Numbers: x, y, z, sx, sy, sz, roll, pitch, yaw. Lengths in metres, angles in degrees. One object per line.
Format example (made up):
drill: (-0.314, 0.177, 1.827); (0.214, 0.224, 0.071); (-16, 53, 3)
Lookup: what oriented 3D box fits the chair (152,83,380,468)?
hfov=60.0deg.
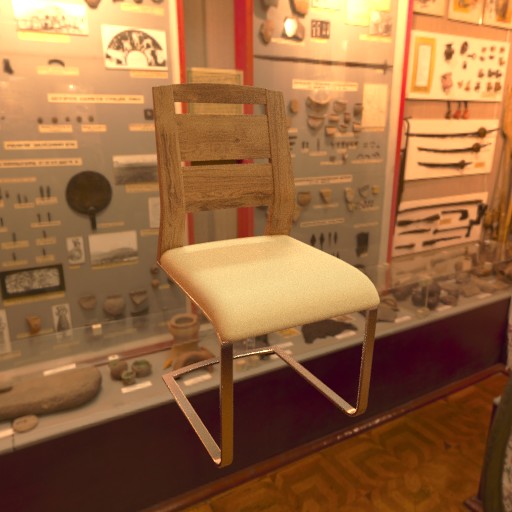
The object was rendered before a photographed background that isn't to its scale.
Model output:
chair: (0.000, 0.000, 1.261); (0.457, 0.955, 0.561); (-9, 18, -27)
